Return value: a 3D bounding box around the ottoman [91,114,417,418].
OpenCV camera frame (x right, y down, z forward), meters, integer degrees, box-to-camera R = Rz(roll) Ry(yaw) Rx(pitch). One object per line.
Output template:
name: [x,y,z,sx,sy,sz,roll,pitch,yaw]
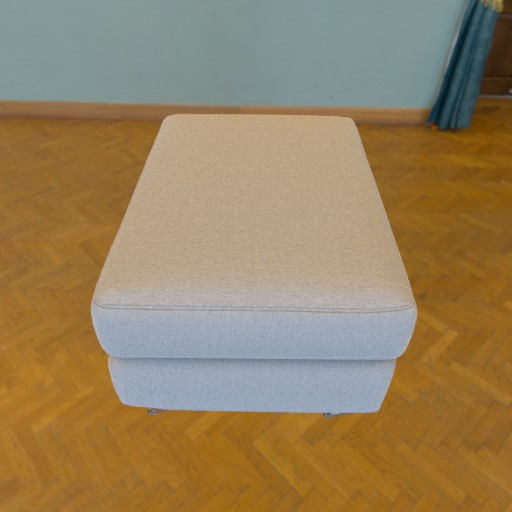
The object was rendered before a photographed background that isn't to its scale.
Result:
ottoman: [0.000,0.000,1.134,0.574,0.497,0.773,1,42,1]
